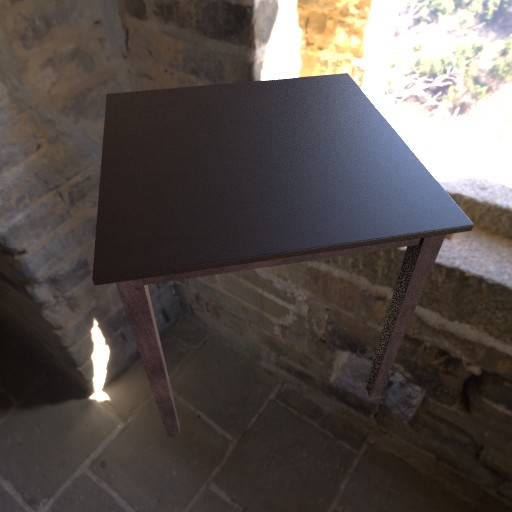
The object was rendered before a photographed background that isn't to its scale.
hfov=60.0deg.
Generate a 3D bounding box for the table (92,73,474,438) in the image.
[{"bbox_3d":[0.000,0.000,1.375,0.749,0.770,0.749,-8,46,-8],"label":"table"}]
